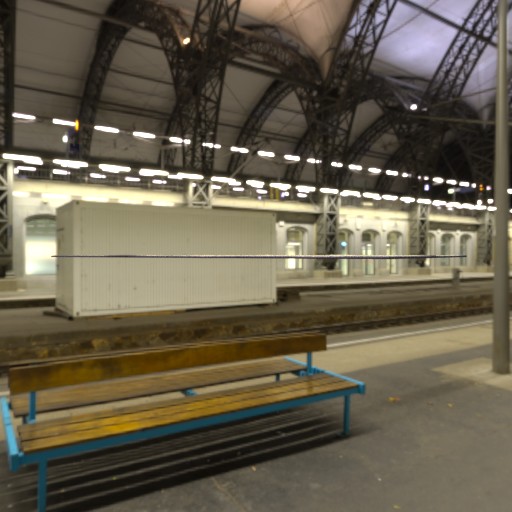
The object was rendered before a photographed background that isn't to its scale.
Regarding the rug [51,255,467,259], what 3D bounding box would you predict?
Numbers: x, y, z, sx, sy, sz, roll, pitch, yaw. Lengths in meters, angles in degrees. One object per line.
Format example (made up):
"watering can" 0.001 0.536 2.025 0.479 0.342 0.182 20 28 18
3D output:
"rug" 0.000 0.000 2.268 1.781 0.012 1.184 0 0 35
